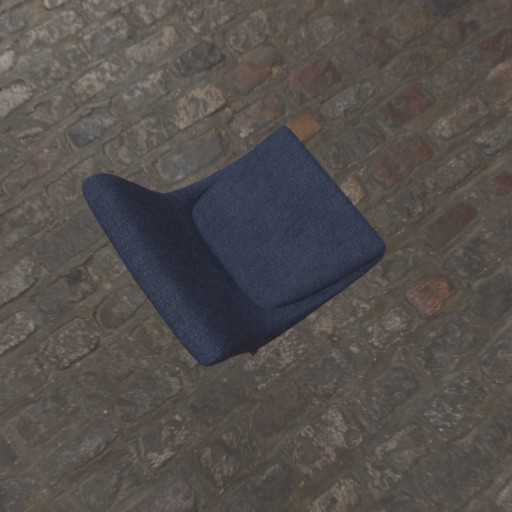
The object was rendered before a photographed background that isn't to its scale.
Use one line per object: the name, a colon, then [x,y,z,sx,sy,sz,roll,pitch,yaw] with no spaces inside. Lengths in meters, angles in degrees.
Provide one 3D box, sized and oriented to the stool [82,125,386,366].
stool: [0.000,0.000,1.366,0.572,1.068,0.489,-35,79,-8]
